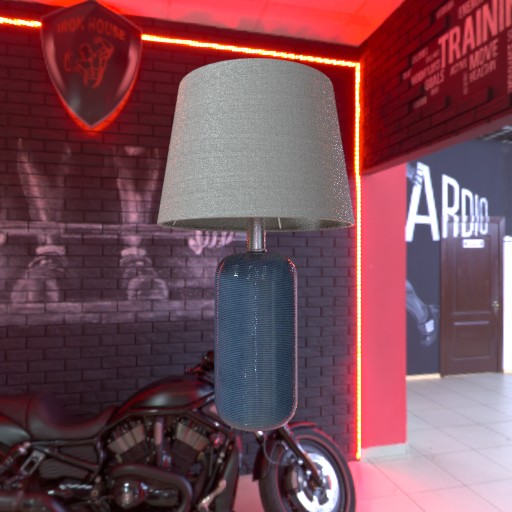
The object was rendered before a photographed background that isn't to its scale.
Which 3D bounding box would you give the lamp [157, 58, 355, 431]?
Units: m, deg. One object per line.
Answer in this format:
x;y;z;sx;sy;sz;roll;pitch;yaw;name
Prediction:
0.000;0.000;0.580;0.253;0.428;0.253;0;0;0;lamp
